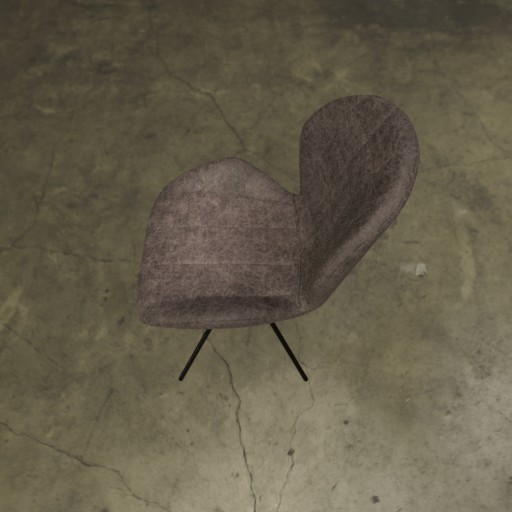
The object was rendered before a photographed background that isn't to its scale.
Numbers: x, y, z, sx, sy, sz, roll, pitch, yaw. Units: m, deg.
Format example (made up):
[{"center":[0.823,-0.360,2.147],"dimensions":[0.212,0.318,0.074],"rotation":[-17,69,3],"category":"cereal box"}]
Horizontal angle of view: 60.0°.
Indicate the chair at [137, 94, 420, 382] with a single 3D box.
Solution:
[{"center":[0.000,0.000,1.260],"dimensions":[0.640,0.934,0.527],"rotation":[0,58,0],"category":"chair"}]
